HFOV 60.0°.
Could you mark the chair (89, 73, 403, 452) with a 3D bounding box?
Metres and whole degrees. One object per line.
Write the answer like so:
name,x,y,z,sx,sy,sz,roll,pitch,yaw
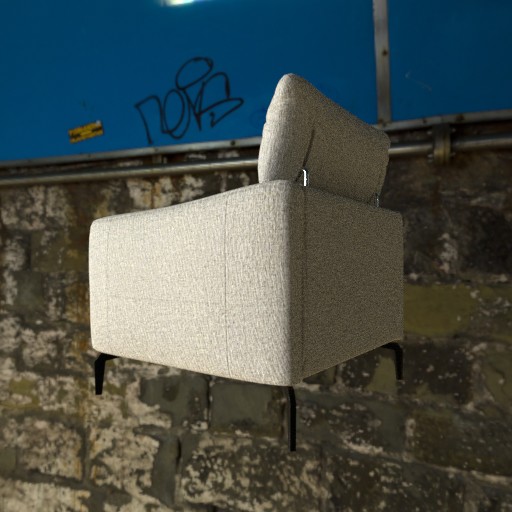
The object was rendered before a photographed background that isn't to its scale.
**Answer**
chair,0.000,0.000,1.654,0.835,0.967,0.972,-1,-1,36
